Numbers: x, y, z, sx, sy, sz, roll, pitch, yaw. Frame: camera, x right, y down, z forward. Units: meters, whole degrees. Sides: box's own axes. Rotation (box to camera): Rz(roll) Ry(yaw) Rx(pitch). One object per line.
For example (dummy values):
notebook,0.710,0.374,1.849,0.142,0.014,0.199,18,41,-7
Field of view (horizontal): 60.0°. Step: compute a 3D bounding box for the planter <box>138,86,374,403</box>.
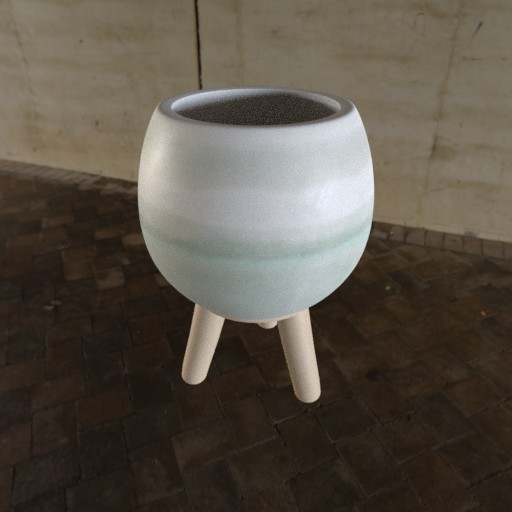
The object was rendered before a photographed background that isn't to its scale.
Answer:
planter,0.000,0.000,0.336,0.161,0.224,0.161,0,31,0
